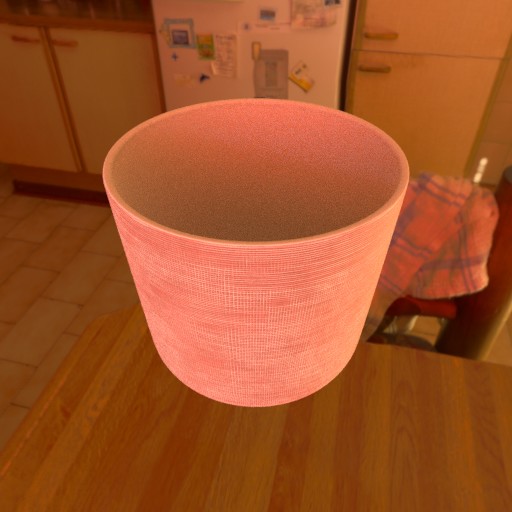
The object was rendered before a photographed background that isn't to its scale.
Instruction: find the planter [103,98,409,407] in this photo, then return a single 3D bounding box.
[{"bbox_3d":[0.000,0.000,0.784,0.440,0.398,0.440,0,40,0],"label":"planter"}]
